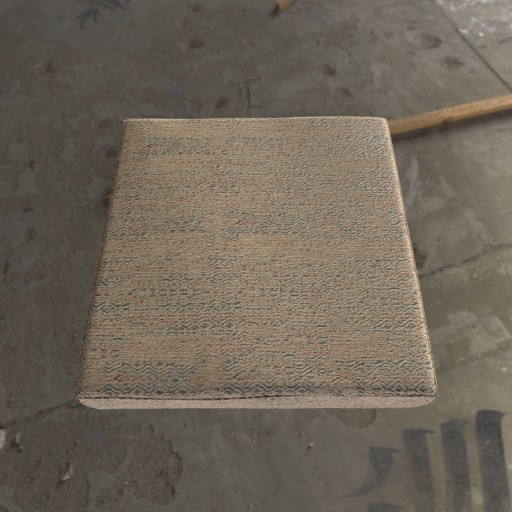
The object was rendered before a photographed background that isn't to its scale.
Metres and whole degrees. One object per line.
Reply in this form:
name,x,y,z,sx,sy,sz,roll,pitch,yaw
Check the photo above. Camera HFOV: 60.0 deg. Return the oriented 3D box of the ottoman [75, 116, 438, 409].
ottoman,0.000,0.000,1.513,0.968,0.356,1.004,0,62,0
